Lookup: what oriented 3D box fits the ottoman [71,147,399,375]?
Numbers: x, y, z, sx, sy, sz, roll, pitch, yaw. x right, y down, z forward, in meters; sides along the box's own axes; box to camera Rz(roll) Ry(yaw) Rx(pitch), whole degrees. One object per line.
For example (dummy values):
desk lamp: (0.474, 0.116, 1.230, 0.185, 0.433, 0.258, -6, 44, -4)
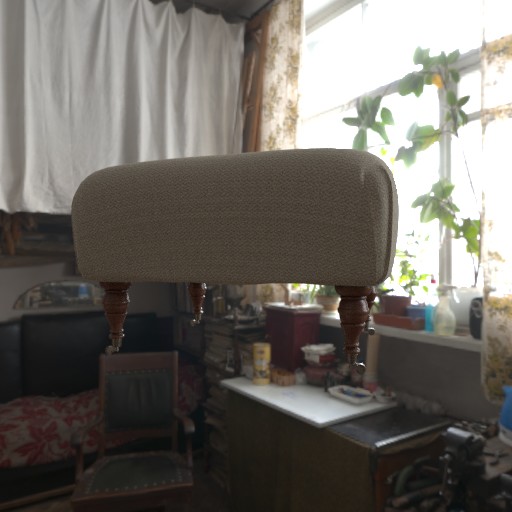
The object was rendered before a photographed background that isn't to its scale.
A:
ottoman: (0.000, 0.000, 1.117, 0.684, 0.447, 0.622, 0, 0, 17)
